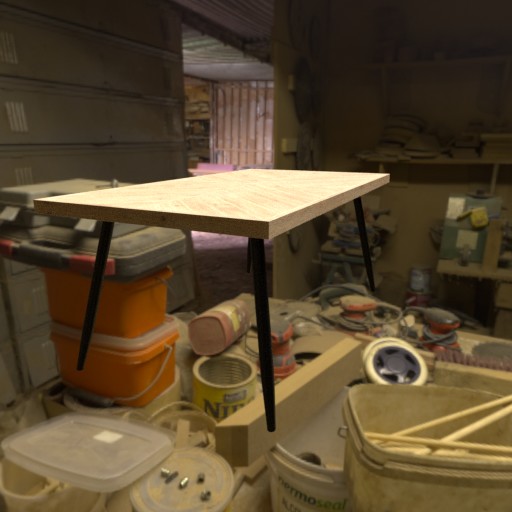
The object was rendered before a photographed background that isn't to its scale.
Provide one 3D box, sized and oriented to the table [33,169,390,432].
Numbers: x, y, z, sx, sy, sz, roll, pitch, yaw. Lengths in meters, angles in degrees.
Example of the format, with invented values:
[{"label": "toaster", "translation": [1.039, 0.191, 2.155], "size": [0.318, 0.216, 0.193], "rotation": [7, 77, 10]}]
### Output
[{"label": "table", "translation": [0.000, 0.000, 2.348], "size": [0.991, 0.762, 1.803], "rotation": [8, 17, 26]}]
